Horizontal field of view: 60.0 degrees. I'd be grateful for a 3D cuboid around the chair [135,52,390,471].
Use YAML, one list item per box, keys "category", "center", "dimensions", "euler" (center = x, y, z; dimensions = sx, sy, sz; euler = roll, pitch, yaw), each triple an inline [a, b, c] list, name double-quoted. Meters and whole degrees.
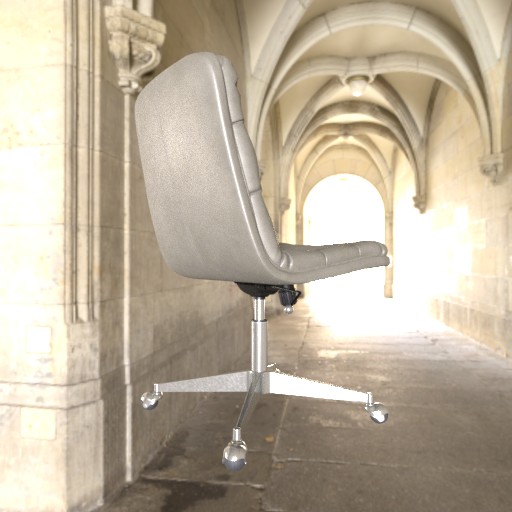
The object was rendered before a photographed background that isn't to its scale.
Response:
- category: "chair"
  center: [0.000, 0.000, 1.020]
  dimensions: [0.485, 0.738, 0.422]
  euler: [0, -1, -36]
